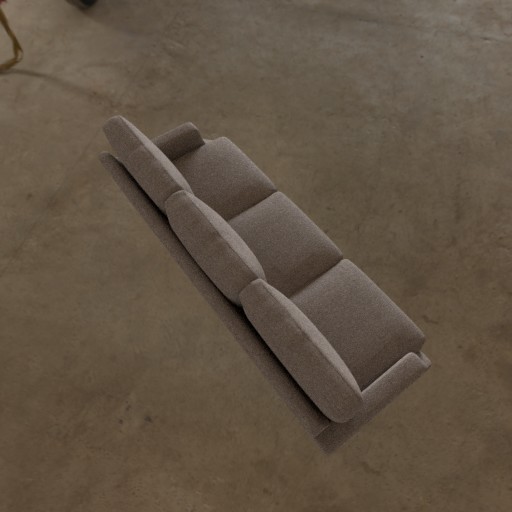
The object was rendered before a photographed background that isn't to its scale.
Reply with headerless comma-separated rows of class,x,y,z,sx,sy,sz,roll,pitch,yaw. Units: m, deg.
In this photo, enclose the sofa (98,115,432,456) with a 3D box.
sofa,0.000,0.000,2.583,0.888,0.984,2.115,-33,64,-18
